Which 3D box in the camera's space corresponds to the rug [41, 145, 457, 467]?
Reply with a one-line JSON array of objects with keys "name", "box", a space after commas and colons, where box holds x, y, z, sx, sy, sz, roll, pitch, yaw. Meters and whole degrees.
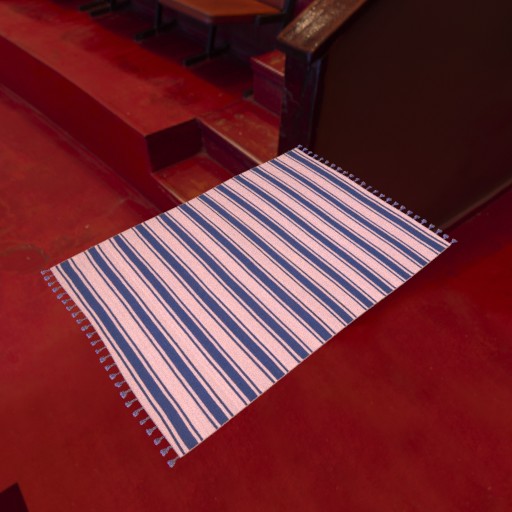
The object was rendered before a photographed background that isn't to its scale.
[{"name": "rug", "box": [0.000, 0.000, 2.926, 2.315, 0.010, 1.544, -31, 54, -26]}]
